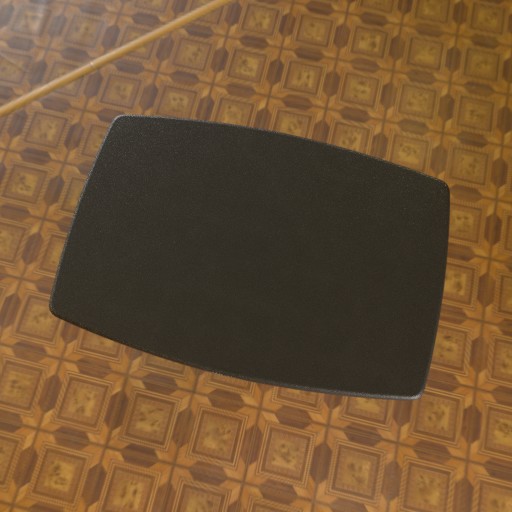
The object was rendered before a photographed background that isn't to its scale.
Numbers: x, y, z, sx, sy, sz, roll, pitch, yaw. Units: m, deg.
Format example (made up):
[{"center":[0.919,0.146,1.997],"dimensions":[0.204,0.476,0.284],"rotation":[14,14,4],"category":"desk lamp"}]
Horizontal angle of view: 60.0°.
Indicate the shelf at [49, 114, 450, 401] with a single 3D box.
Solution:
[{"center":[0.000,0.000,0.523],"dimensions":[0.410,0.100,0.280],"rotation":[12,76,3],"category":"shelf"}]
